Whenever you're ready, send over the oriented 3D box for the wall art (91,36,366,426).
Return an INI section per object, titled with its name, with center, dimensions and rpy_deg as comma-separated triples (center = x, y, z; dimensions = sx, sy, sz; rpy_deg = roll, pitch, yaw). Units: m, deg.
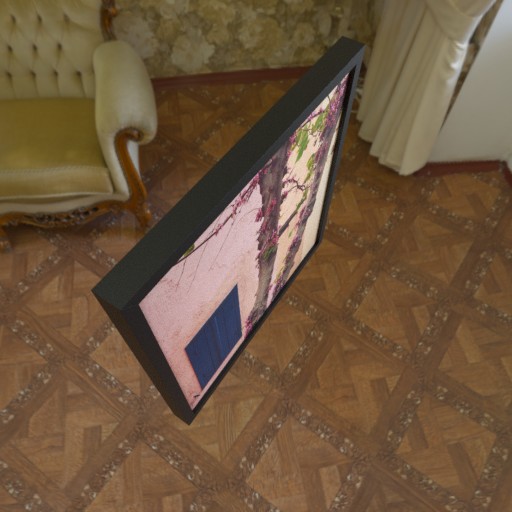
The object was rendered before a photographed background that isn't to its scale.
[wall art]
center = 0.000, 0.000, 0.745
dimensions = 0.038, 0.508, 0.508
rpy_deg = 30, 62, 17
